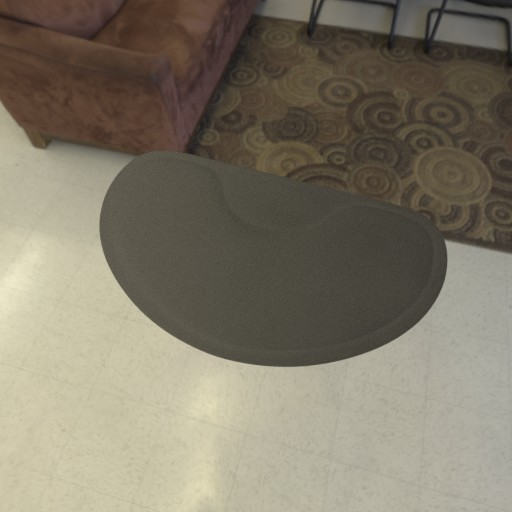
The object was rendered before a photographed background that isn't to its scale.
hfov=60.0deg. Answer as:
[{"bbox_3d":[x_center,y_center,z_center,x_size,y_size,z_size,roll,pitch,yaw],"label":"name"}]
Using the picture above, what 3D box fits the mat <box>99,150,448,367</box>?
[{"bbox_3d":[0.000,0.000,1.847,1.524,0.013,0.913,15,59,9],"label":"mat"}]
